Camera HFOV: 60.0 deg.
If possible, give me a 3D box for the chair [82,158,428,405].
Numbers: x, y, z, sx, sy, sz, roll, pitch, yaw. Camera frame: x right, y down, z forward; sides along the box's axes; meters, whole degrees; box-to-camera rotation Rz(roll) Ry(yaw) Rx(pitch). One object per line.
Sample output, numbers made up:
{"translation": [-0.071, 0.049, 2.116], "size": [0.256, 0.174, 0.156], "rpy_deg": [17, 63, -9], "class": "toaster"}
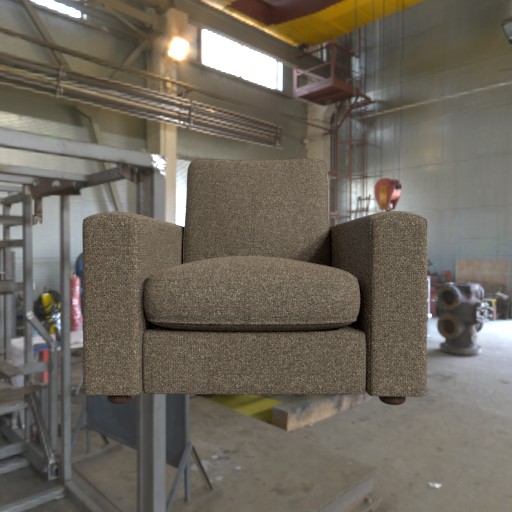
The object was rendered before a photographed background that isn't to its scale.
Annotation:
{"translation": [0.000, 0.000, 1.737], "size": [1.005, 0.873, 1.016], "rpy_deg": [0, 1, 1], "class": "chair"}
